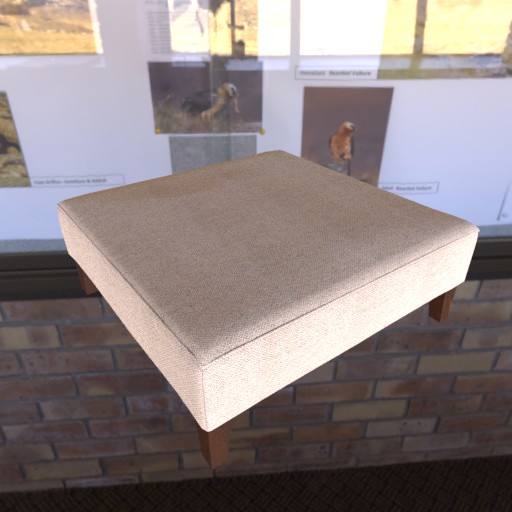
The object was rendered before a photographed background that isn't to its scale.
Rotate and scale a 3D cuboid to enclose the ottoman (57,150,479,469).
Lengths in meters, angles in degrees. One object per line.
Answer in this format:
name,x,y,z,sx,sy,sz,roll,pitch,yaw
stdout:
ottoman,0.000,0.000,1.484,0.982,0.381,0.973,-21,36,-31
